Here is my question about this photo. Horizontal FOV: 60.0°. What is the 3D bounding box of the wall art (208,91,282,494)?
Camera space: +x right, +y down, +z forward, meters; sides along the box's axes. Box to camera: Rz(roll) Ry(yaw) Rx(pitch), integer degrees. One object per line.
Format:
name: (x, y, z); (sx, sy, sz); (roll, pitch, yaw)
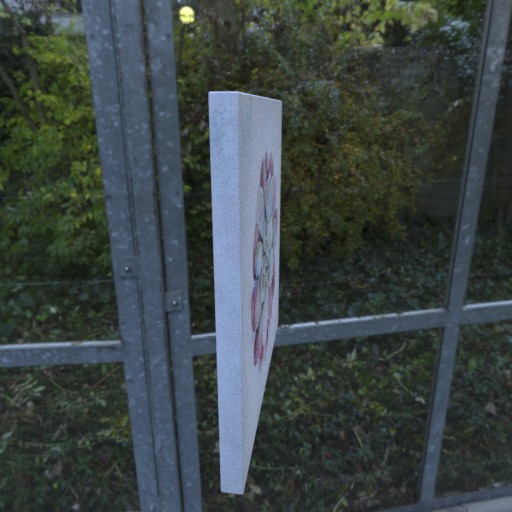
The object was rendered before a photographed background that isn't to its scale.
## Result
wall art: (0.000, 0.000, 0.901); (0.044, 0.605, 0.605); (3, 18, 8)
